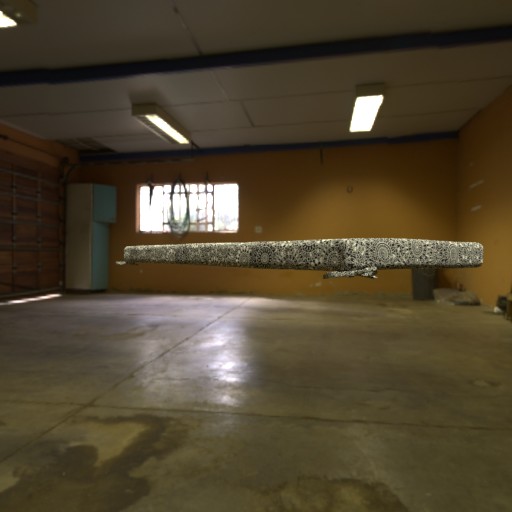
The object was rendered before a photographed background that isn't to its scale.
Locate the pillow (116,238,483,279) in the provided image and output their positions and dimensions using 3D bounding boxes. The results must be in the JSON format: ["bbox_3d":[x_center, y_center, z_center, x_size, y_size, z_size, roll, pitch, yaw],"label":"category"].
[{"bbox_3d":[0.000,0.000,1.348,0.492,0.081,1.187,0,1,-36],"label":"pillow"}]
